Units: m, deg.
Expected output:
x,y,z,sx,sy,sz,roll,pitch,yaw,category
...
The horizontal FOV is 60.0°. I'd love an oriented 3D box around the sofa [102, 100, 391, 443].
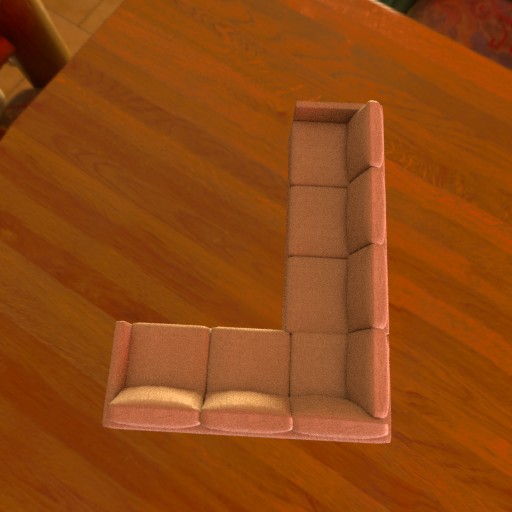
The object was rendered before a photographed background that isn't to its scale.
x,y,z,sx,sy,sz,roll,pitch,yaw,category
0.000,0.000,4.437,2.522,0.934,3.333,3,74,1,sofa
